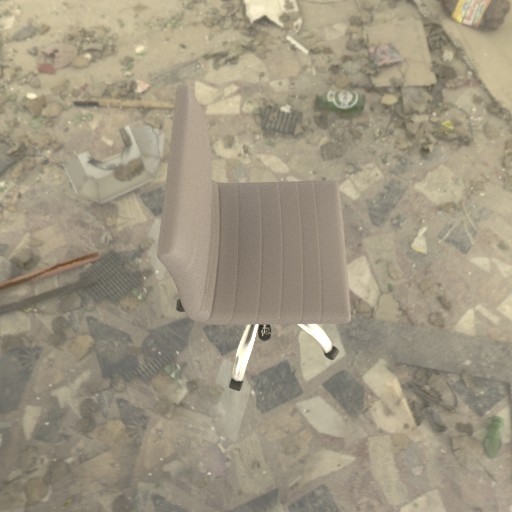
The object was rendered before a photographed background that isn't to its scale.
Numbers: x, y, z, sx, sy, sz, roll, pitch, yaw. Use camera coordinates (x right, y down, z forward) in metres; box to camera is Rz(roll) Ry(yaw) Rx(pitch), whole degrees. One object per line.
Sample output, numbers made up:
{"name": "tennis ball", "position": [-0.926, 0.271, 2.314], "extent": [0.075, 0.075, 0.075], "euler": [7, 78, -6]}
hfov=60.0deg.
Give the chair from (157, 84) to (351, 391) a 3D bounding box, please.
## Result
{"name": "chair", "position": [0.000, 0.000, 1.145], "extent": [0.530, 0.780, 0.556], "euler": [0, 64, 0]}
